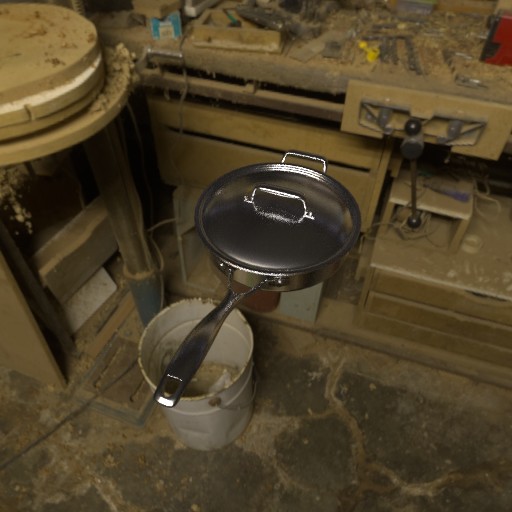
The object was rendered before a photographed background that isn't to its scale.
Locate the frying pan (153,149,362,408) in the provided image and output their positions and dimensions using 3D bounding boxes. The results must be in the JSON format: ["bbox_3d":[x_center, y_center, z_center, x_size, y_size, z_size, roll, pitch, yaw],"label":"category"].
[{"bbox_3d":[0.000,0.000,0.687,0.280,0.114,0.561,16,49,14],"label":"frying pan"}]
